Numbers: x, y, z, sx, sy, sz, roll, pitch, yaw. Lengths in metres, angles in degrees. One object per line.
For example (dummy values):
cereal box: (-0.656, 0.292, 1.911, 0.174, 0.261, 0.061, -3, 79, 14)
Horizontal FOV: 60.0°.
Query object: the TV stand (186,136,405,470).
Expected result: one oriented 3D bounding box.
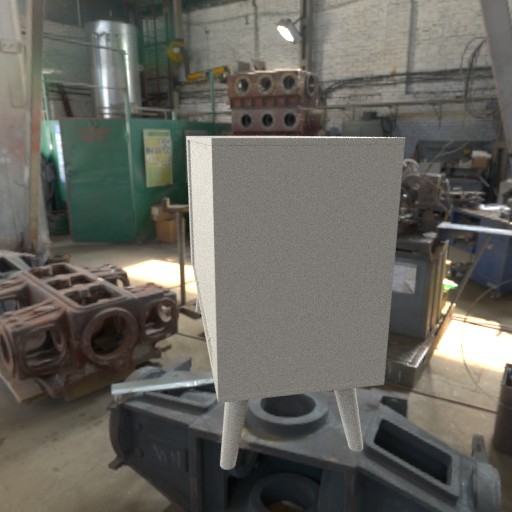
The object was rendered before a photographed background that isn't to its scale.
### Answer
TV stand: (0.000, 0.000, 1.561, 0.406, 0.812, 1.193, -3, 16, -11)
